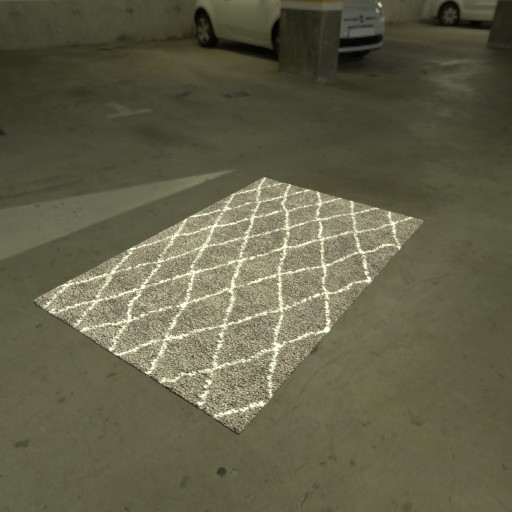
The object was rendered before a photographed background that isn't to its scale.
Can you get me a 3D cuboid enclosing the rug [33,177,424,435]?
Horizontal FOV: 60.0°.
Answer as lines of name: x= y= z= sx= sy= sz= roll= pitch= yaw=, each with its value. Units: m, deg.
rug: x=0.000 y=0.000 z=3.512 sx=1.778 sy=0.030 sz=2.743 roll=21 pitch=37 yaw=30
